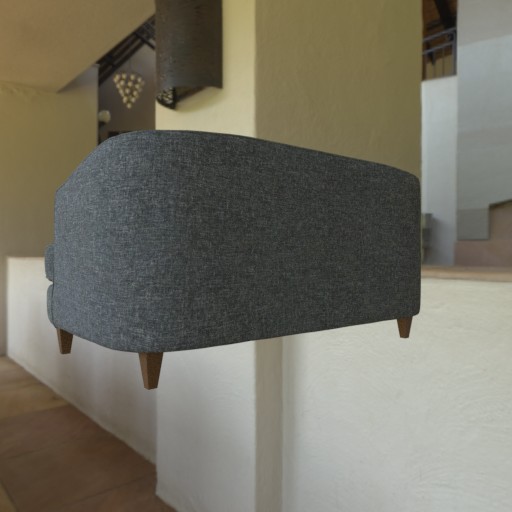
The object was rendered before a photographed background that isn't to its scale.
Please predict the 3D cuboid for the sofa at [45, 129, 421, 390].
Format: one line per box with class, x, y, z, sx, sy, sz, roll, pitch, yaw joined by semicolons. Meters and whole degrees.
sofa;0.000;0.000;2.157;1.733;0.855;0.941;0;0;-38
